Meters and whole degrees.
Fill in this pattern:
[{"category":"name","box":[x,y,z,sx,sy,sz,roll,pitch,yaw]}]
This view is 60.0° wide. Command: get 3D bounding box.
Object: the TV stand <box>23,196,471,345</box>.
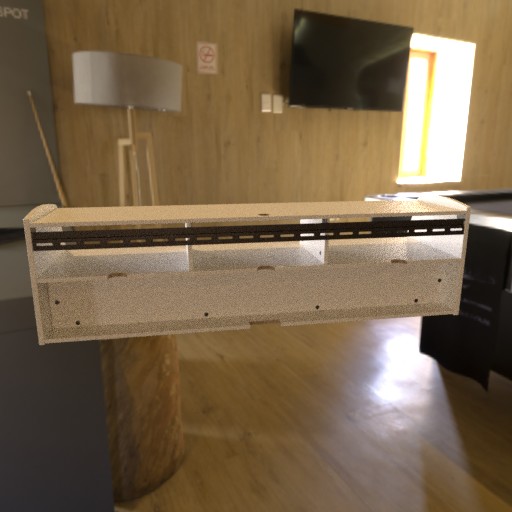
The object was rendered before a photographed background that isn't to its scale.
[{"category":"TV stand","box":[0.000,0.000,1.675,1.473,0.424,0.397,-3,14,-10]}]
